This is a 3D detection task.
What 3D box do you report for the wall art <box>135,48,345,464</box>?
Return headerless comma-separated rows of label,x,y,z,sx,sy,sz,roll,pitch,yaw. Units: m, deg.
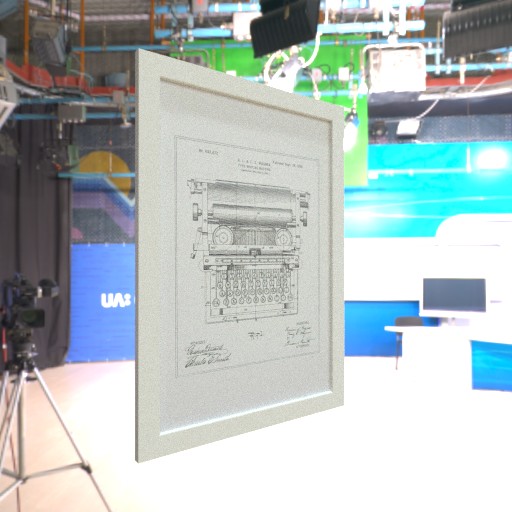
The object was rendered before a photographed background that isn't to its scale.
wall art,0.000,0.000,0.685,0.381,0.533,0.013,0,0,-36
